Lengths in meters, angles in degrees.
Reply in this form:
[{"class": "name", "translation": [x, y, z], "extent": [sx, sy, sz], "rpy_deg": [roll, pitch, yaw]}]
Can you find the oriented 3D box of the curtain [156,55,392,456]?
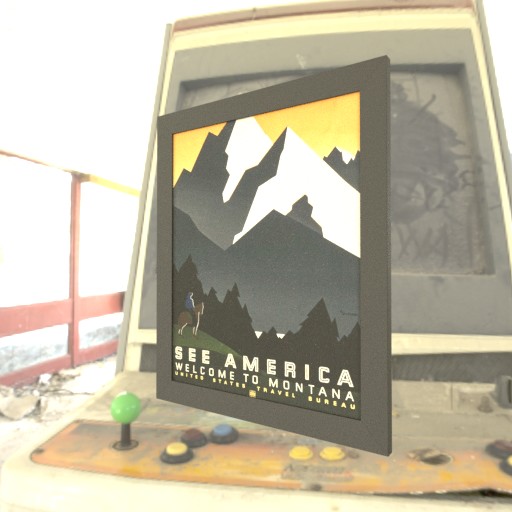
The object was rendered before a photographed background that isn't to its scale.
[{"class": "curtain", "translation": [0.000, 0.000, 0.794], "extent": [0.483, 0.585, 0.027], "rpy_deg": [-1, -1, 35]}]
